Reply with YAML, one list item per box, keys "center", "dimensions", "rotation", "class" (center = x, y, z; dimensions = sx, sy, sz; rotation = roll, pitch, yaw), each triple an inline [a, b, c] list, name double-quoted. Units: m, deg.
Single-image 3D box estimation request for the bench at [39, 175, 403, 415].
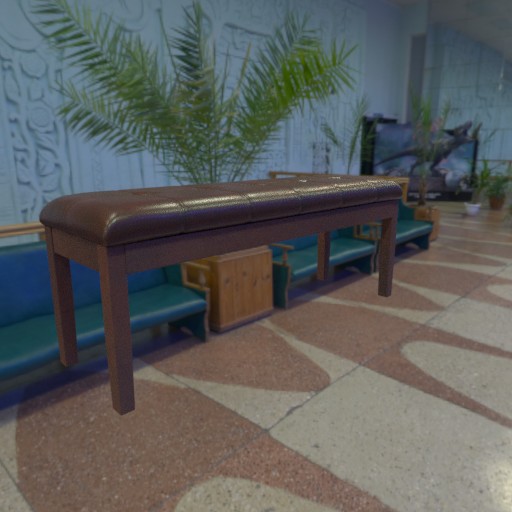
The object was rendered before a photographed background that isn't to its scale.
- center: [0.000, 0.000, 1.516]
  dimensions: [1.259, 0.491, 0.401]
  rotation: [-13, 19, -42]
  class: "bench"
